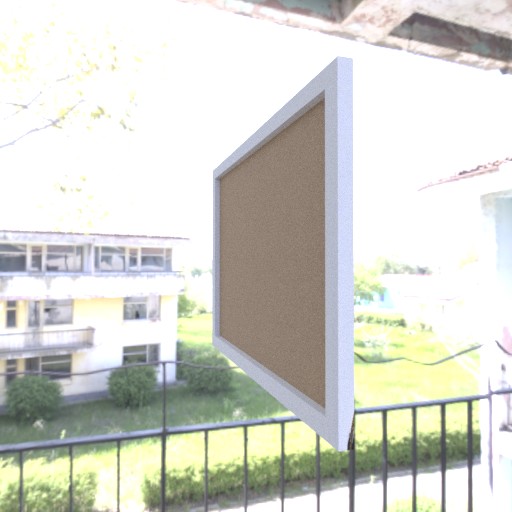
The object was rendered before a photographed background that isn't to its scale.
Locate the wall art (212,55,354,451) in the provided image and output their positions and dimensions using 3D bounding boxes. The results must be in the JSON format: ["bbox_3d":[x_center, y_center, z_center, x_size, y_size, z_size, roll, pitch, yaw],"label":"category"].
[{"bbox_3d":[0.000,0.000,1.406,0.038,0.767,1.144,0,-1,-18],"label":"wall art"}]
